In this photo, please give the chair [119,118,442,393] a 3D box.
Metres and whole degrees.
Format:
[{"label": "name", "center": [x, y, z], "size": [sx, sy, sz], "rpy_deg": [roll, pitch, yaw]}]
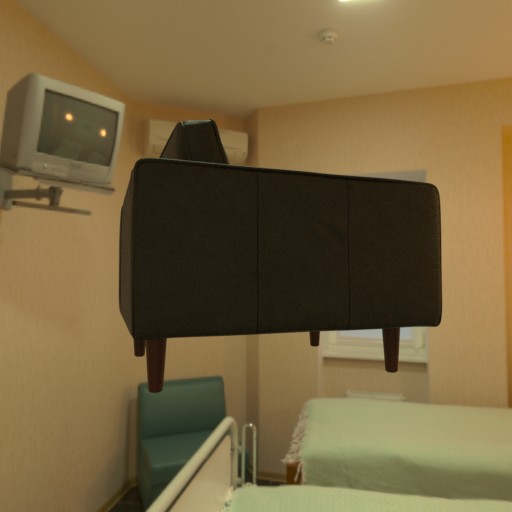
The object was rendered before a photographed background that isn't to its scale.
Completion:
[{"label": "chair", "center": [0.000, 0.000, 1.588], "size": [0.914, 0.763, 0.889], "rpy_deg": [1, -3, -19]}]
